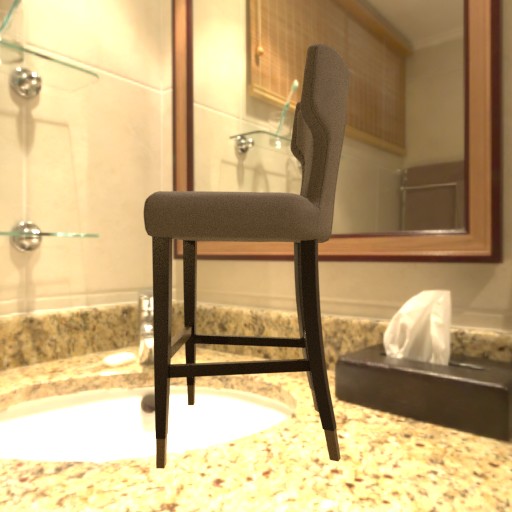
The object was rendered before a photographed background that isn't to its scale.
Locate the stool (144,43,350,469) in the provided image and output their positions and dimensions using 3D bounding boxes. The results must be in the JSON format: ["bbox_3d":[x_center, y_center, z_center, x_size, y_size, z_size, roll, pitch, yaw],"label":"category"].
[{"bbox_3d":[0.000,0.000,1.369,0.563,1.092,0.526,0,1,1],"label":"stool"}]
